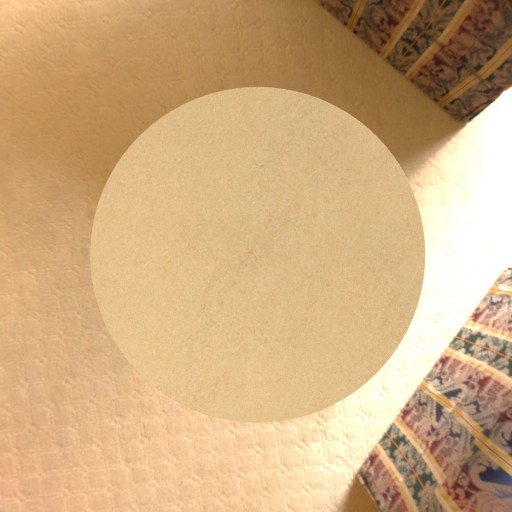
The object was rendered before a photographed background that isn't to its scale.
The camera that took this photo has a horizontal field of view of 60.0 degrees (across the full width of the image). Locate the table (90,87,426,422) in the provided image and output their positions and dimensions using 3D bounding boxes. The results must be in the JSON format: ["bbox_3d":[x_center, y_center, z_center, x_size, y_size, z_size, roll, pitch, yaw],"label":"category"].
[{"bbox_3d":[0.000,0.000,0.940,0.500,0.564,0.500,0,89,-1],"label":"table"}]
